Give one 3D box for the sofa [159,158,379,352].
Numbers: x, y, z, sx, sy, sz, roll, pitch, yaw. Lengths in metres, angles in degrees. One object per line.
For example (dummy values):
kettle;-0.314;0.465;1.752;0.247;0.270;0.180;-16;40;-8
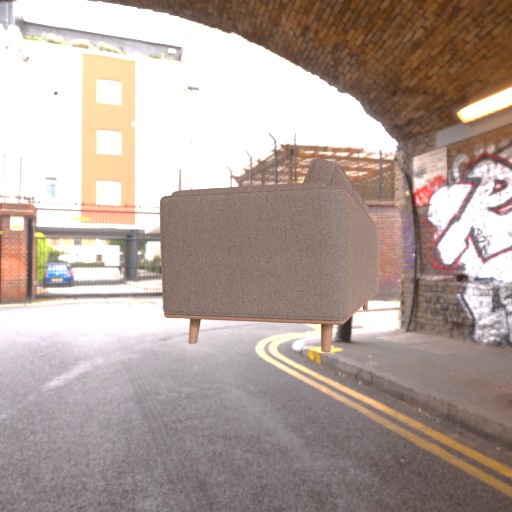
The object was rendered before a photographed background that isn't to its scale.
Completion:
sofa;0.000;0.000;3.215;1.604;0.929;2.411;0;-1;19
